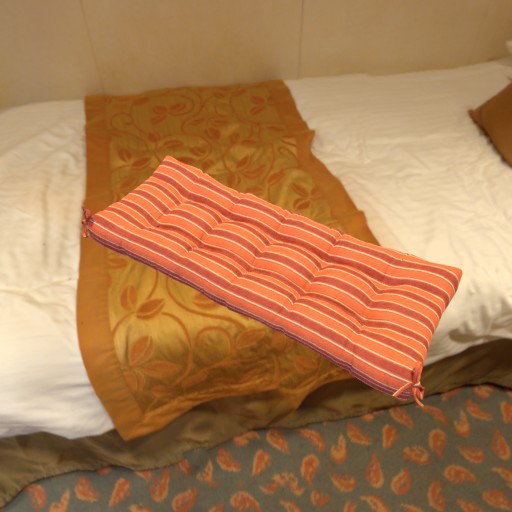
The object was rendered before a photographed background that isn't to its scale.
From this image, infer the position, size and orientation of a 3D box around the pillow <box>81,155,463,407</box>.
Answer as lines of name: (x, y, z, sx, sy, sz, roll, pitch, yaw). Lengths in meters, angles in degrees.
pillow: (0.000, 0.000, 1.384, 1.194, 0.174, 0.511, 24, 51, 21)
